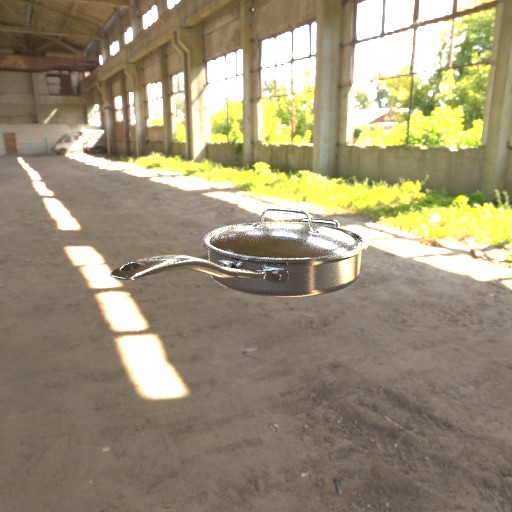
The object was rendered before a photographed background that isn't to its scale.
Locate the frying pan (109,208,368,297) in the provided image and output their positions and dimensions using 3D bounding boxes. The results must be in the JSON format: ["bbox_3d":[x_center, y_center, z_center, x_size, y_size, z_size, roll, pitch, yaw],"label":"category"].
[{"bbox_3d":[0.000,0.000,0.672,0.280,0.114,0.561,8,17,27],"label":"frying pan"}]
